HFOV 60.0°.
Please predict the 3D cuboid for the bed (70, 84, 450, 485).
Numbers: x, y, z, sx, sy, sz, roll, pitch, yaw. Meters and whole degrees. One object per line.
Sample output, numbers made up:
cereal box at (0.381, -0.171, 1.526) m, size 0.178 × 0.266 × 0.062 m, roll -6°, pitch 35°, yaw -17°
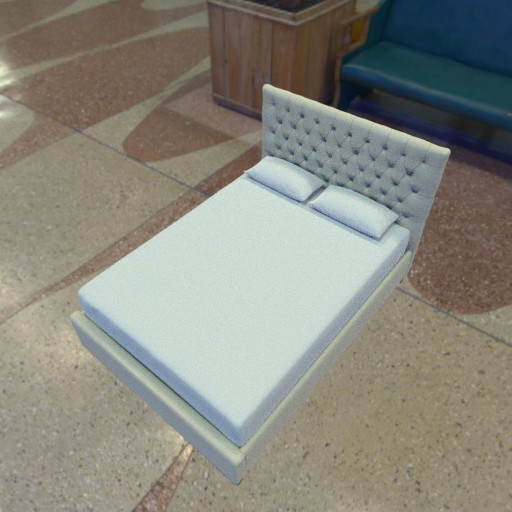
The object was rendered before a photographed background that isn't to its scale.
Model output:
bed at (0.000, 0.000, 3.383) m, size 1.698 × 1.427 × 2.387 m, roll 31°, pitch 53°, yaw 27°
